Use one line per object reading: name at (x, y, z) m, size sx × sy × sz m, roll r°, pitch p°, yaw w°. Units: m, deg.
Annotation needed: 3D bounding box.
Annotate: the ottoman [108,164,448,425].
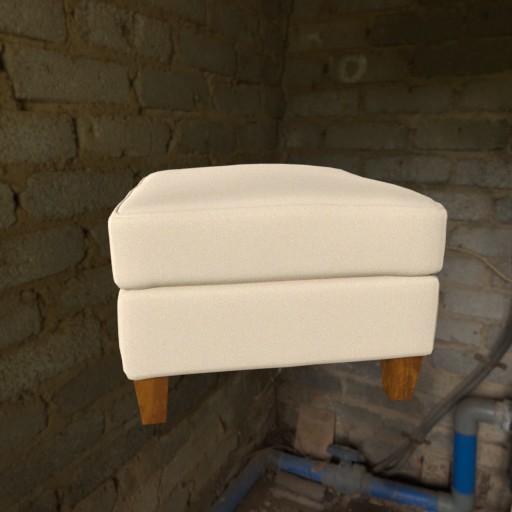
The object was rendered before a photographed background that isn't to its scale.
ottoman at (0.000, 0.000, 1.197) m, size 0.634 × 0.485 × 0.818 m, roll -2°, pitch 15°, yaw -9°
